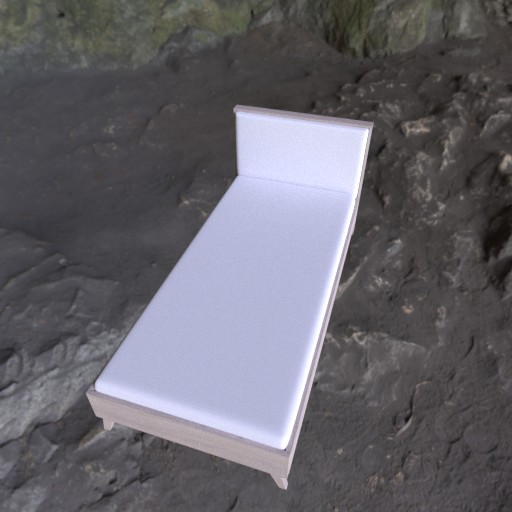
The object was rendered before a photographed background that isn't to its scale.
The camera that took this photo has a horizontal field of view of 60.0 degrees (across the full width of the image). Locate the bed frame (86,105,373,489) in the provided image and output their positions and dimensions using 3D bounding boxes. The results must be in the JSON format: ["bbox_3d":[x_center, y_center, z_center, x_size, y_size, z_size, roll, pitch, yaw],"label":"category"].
[{"bbox_3d":[0.000,0.000,2.671,0.990,0.920,2.140,12,42,14],"label":"bed frame"}]
